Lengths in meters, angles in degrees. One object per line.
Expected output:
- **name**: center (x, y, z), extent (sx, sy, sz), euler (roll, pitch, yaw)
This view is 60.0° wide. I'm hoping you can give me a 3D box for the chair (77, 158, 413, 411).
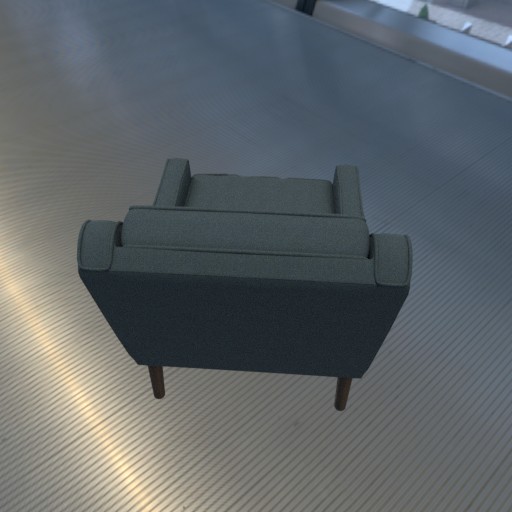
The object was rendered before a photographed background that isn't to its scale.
- **chair**: center (0.000, 0.000, 1.329), extent (0.663, 0.780, 0.733), euler (3, 47, 3)
